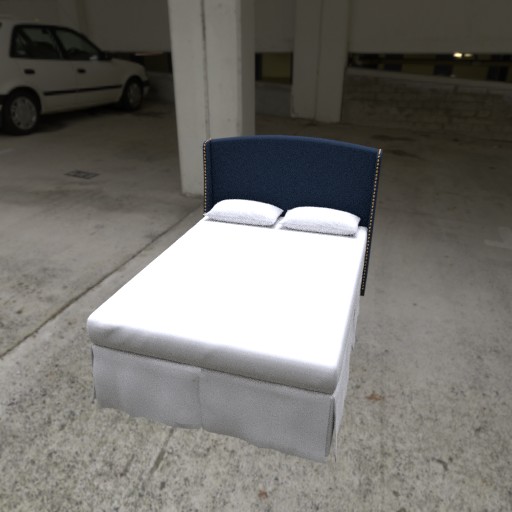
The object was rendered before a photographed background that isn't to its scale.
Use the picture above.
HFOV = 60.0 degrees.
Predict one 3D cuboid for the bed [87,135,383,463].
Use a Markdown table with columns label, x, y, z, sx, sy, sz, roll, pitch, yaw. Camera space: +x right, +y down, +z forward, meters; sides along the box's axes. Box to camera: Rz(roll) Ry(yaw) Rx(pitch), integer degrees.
| label | x | y | z | sx | sy | sz | roll | pitch | yaw |
| --- | --- | --- | --- | --- | --- | --- | --- | --- | --- |
| bed | 0.000 | 0.000 | 3.321 | 1.604 | 1.402 | 2.223 | 8 | 27 | 16 |
